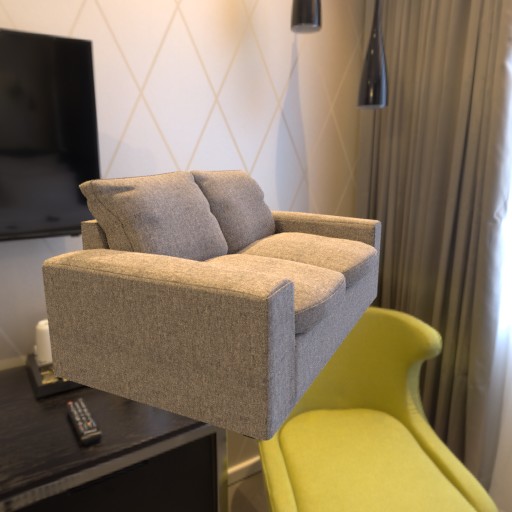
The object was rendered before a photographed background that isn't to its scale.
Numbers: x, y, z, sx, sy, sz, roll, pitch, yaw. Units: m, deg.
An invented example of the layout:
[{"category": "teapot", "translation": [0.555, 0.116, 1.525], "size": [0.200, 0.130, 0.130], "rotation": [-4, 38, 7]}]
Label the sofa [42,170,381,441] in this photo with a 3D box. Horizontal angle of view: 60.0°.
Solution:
[{"category": "sofa", "translation": [0.000, 0.000, 2.359], "size": [1.094, 0.877, 1.758], "rotation": [6, 14, 26]}]
